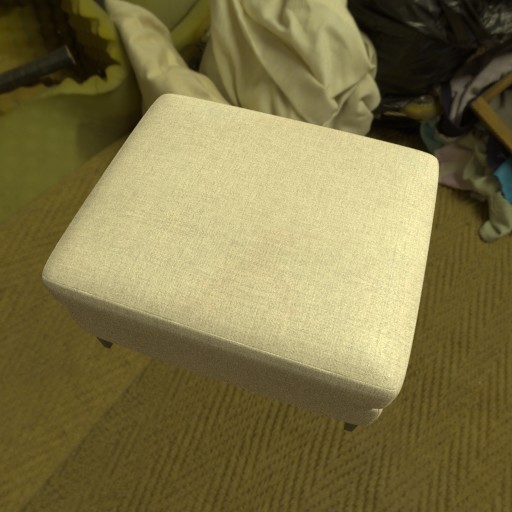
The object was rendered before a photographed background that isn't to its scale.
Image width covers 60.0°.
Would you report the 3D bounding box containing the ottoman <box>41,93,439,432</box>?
[{"bbox_3d":[0.000,0.000,1.215,0.820,0.490,0.671,16,60,10],"label":"ottoman"}]
